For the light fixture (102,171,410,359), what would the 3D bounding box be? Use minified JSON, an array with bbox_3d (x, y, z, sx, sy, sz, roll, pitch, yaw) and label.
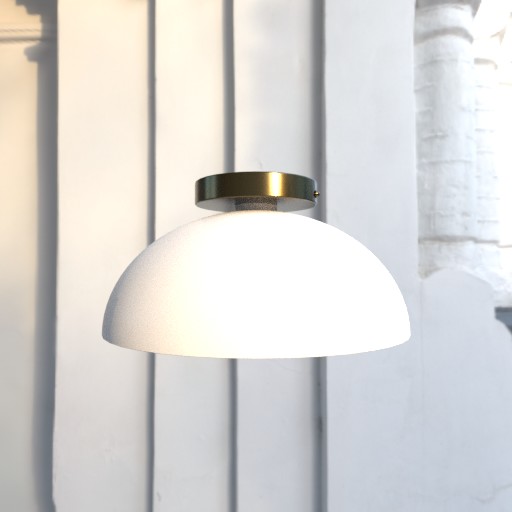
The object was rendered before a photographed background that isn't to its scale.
[{"bbox_3d":[0.000,0.000,0.542,0.355,0.177,0.355,0,-1,0],"label":"light fixture"}]
